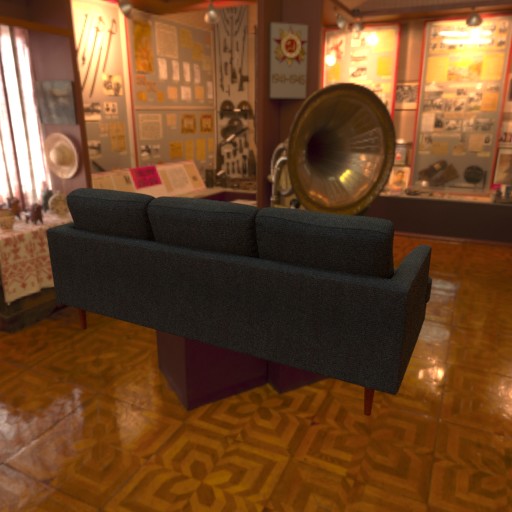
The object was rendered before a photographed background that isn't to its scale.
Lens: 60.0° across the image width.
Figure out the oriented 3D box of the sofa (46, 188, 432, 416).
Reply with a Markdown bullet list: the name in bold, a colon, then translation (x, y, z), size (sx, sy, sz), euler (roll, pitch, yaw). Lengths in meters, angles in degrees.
- **sofa**: translation (0.000, 0.000, 3.003), size (2.233, 0.956, 1.504), euler (9, 20, 26)
